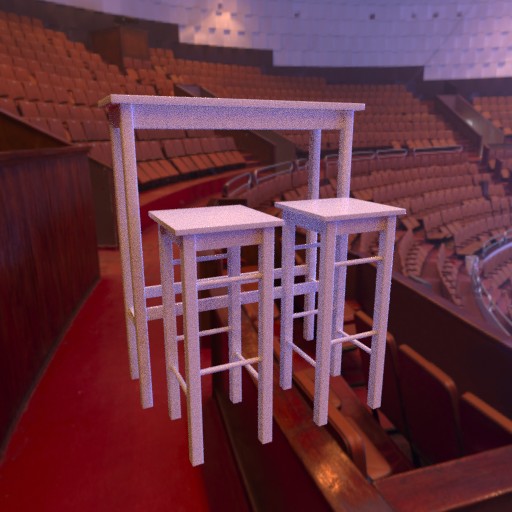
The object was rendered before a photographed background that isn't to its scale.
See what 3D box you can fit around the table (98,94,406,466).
[{"bbox_3d":[0.000,0.000,1.594,0.915,1.065,0.650,-7,17,-24],"label":"table"}]
